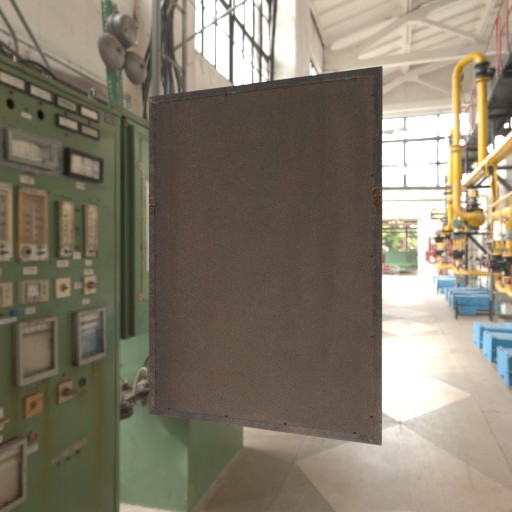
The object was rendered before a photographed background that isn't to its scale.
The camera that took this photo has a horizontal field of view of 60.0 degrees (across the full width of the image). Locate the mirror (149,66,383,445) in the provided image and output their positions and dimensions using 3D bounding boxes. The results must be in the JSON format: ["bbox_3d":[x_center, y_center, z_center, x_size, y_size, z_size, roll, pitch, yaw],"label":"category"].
[{"bbox_3d":[0.000,0.000,1.285,0.705,0.996,0.025,0,0,19],"label":"mirror"}]
